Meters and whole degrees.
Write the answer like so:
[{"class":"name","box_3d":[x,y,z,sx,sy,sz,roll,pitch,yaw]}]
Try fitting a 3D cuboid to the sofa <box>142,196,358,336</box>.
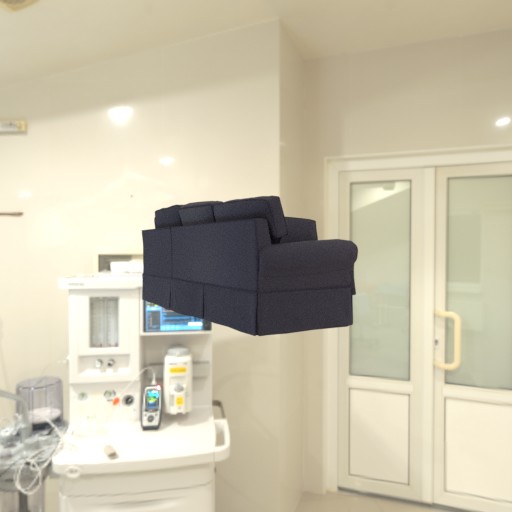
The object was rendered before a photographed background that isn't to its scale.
[{"class":"sofa","box_3d":[0.000,0.000,5.125,2.874,1.169,3.773,0,1,-1]}]
